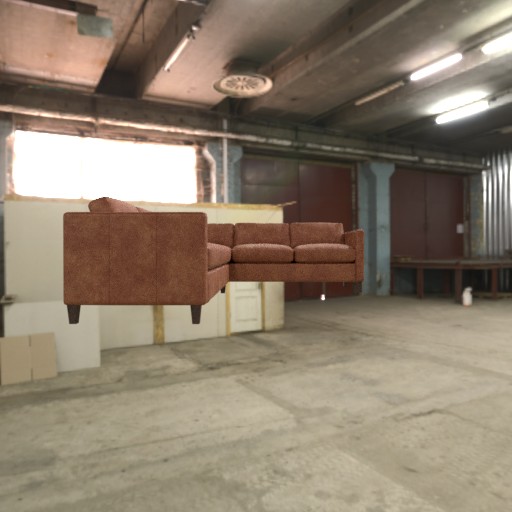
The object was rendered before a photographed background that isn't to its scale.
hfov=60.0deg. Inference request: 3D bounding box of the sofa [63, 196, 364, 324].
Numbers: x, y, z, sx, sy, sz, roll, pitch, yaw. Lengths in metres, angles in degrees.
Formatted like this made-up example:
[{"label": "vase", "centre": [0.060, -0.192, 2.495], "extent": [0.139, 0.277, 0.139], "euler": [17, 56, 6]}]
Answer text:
[{"label": "sofa", "centre": [0.000, 0.000, 4.337], "extent": [2.438, 0.838, 3.167], "euler": [0, 0, 0]}]
